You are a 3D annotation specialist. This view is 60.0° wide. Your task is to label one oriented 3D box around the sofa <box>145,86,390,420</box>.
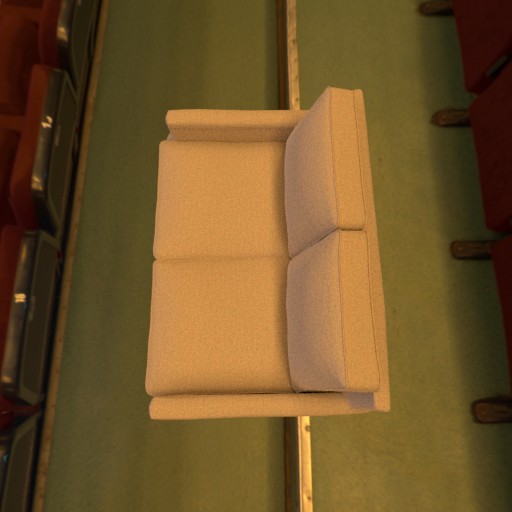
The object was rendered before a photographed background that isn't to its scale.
[{"bbox_3d":[0.000,0.000,2.303,1.084,1.003,1.597,0,74,0],"label":"sofa"}]
